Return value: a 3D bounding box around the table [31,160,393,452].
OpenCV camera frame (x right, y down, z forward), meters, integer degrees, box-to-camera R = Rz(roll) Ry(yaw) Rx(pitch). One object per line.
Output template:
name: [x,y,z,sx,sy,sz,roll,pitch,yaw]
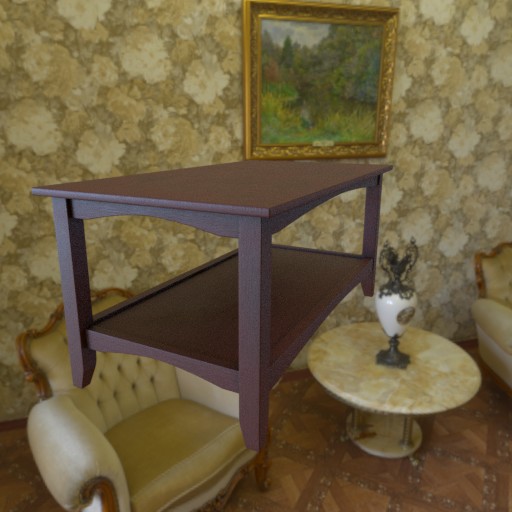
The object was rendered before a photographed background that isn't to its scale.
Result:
table: [0.000,0.000,1.237,0.533,0.456,0.943,8,18,26]
